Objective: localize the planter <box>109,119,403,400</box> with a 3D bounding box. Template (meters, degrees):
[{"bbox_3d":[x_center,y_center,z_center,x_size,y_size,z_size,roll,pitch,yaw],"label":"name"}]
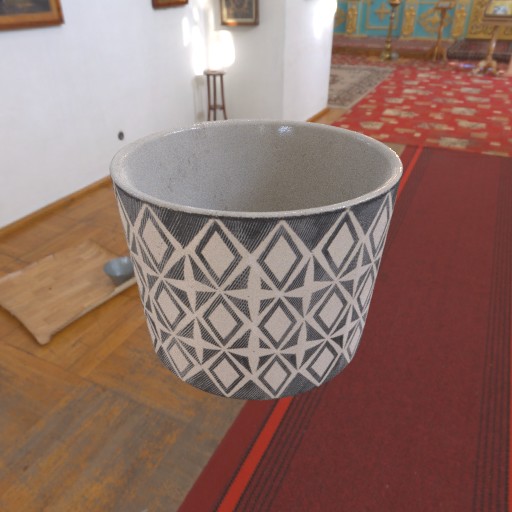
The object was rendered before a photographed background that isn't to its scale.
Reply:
[{"bbox_3d":[0.000,0.000,0.464,0.260,0.220,0.260,0,31,0],"label":"planter"}]
